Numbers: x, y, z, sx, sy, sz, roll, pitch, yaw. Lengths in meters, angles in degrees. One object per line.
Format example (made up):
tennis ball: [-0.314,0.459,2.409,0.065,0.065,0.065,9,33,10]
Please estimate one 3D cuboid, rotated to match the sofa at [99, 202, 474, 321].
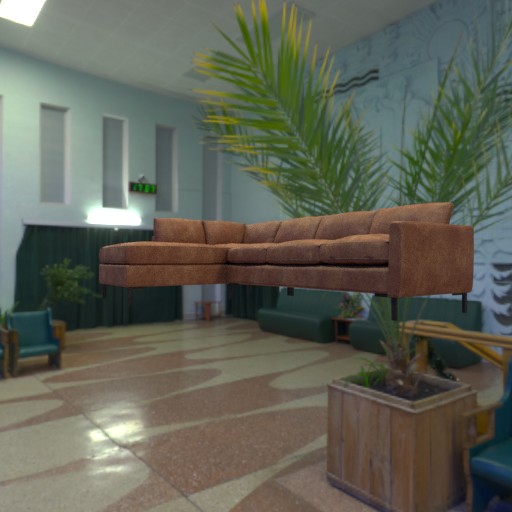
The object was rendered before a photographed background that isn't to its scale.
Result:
sofa: [0.000,0.000,3.976,1.938,0.877,2.984,0,-1,-35]
